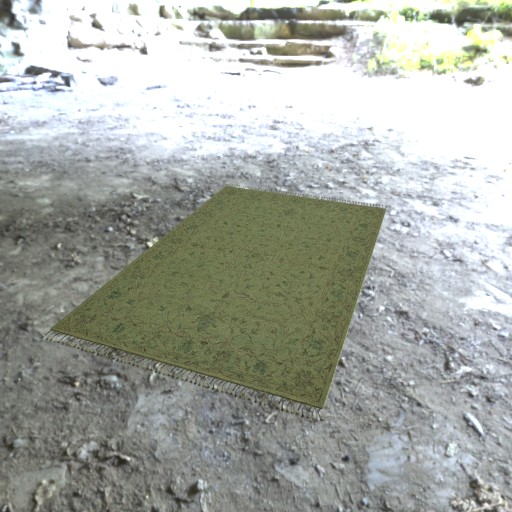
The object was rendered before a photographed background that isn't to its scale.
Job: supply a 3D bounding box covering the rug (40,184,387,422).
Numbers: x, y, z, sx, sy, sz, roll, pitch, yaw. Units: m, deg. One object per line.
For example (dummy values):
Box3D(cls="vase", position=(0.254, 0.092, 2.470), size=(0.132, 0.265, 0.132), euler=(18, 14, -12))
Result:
Box3D(cls="rug", position=(0.000, 0.000, 3.087), size=(1.544, 0.010, 2.435), euler=(11, 32, 18))
